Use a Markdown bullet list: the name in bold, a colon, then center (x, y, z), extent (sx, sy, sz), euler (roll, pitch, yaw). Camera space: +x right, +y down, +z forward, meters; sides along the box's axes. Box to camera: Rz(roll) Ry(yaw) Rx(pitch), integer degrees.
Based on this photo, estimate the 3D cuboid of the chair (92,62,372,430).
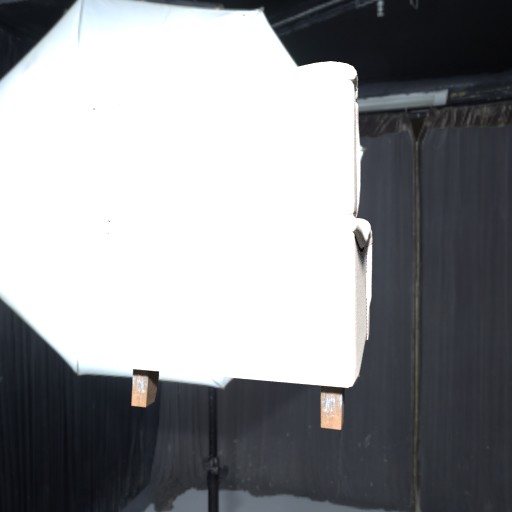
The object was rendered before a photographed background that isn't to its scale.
- **chair**: center (0.000, 0.000, 1.780), extent (0.879, 1.119, 0.953), euler (0, 0, 17)
